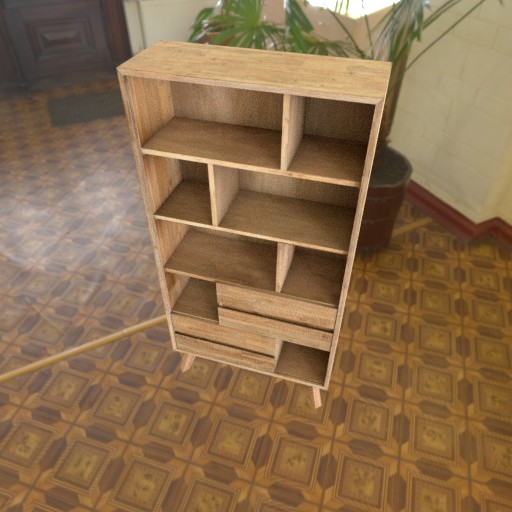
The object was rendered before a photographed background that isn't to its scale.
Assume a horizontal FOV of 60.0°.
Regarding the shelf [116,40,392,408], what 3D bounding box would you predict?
[{"bbox_3d":[0.000,0.000,1.765,0.748,1.471,0.308,11,43,13],"label":"shelf"}]
